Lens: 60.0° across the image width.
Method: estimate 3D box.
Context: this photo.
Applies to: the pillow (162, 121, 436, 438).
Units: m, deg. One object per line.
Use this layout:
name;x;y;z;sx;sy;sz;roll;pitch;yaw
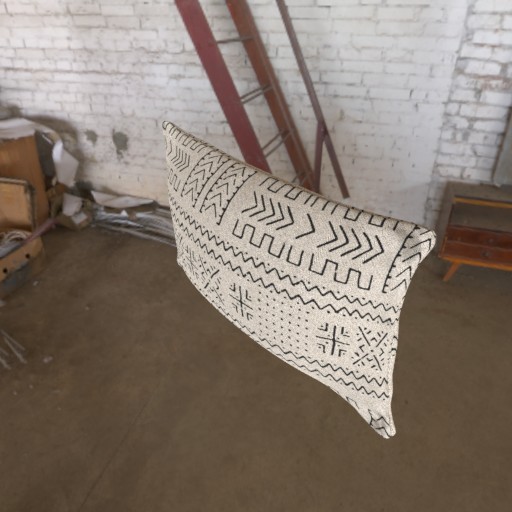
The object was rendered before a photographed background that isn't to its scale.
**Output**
pillow;0.000;0.000;0.783;0.188;0.352;0.637;-22;37;-32
